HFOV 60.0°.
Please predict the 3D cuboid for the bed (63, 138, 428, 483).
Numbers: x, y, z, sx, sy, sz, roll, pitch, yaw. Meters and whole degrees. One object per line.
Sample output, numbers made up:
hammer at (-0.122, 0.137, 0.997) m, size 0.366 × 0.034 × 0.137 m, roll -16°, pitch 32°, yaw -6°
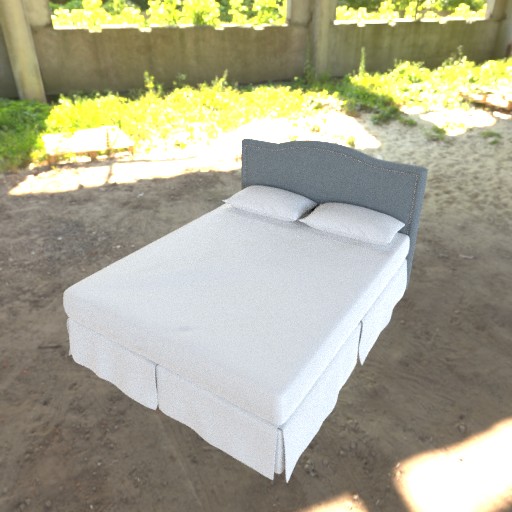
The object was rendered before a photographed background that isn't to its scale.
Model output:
bed at (0.000, 0.000, 3.902) m, size 2.161 × 1.457 × 2.689 m, roll 17°, pitch 33°, yaw 29°
